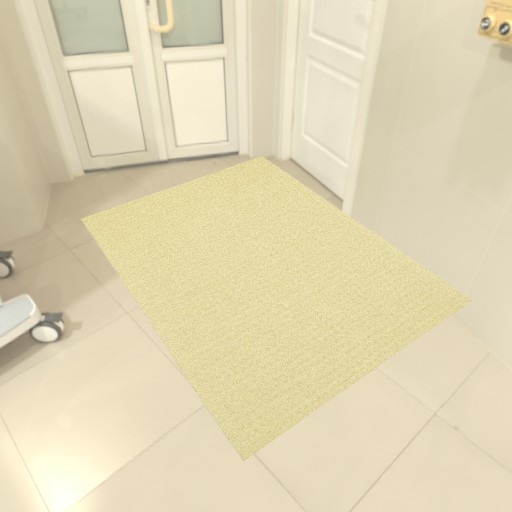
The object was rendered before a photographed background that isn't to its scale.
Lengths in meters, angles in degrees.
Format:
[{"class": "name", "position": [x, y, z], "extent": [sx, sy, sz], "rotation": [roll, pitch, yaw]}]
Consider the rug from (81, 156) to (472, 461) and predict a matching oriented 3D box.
[{"class": "rug", "position": [0.000, 0.000, 4.377], "extent": [2.452, 0.016, 3.204], "rotation": [-25, 47, -26]}]
